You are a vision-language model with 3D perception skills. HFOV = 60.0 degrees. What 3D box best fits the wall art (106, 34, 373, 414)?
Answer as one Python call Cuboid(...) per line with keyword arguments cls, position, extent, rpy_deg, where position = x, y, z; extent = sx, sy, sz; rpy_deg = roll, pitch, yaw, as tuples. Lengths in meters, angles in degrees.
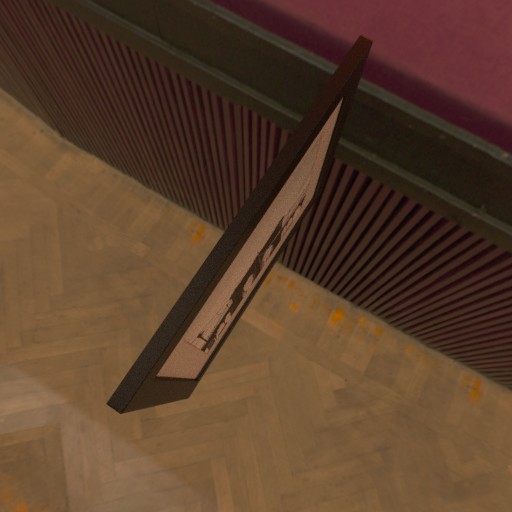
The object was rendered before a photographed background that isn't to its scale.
Cuboid(cls="wall art", position=(0.000, 0.000, 0.709), extent=(0.018, 0.450, 0.521), rpy_deg=(31, 76, 8))
